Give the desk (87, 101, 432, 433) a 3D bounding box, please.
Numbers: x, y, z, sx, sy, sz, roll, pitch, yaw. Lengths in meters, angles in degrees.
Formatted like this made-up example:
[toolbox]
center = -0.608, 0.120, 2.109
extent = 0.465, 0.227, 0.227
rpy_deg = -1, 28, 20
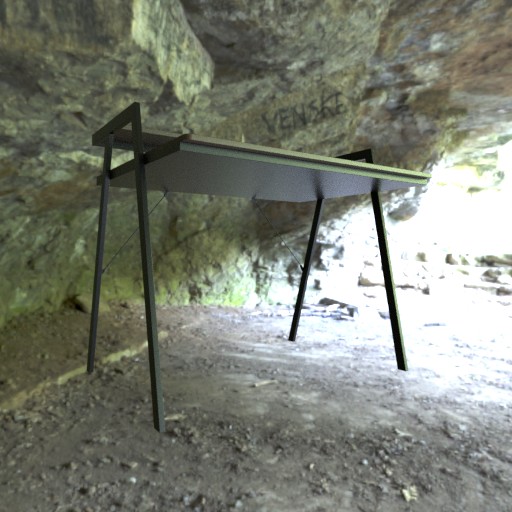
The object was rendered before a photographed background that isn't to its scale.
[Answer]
[desk]
center = 0.000, 0.000, 1.864
extent = 1.143, 0.998, 0.936
rpy_deg = 0, 1, -35
